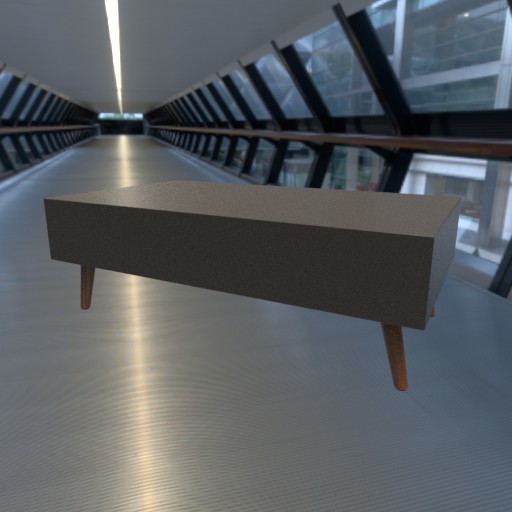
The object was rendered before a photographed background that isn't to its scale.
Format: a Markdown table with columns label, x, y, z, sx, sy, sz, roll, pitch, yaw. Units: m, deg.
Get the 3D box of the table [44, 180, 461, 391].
| label | x | y | z | sx | sy | sz | roll | pitch | yaw |
| --- | --- | --- | --- | --- | --- | --- | --- | --- | --- |
| table | 0.000 | 0.000 | 1.526 | 1.201 | 0.404 | 0.703 | 8 | 17 | 27 |
